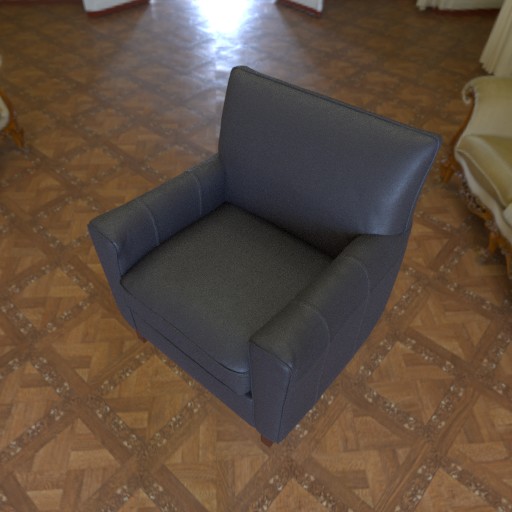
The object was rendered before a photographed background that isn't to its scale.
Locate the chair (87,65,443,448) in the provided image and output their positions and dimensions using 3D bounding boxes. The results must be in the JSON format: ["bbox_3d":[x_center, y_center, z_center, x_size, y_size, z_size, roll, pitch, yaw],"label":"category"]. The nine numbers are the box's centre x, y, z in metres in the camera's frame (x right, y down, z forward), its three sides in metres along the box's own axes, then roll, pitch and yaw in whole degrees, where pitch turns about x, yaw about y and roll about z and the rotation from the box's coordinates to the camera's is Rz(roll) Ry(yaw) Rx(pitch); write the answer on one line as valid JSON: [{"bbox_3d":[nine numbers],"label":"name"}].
[{"bbox_3d":[0.000,0.000,1.605,0.870,0.943,0.825,31,53,27],"label":"chair"}]
